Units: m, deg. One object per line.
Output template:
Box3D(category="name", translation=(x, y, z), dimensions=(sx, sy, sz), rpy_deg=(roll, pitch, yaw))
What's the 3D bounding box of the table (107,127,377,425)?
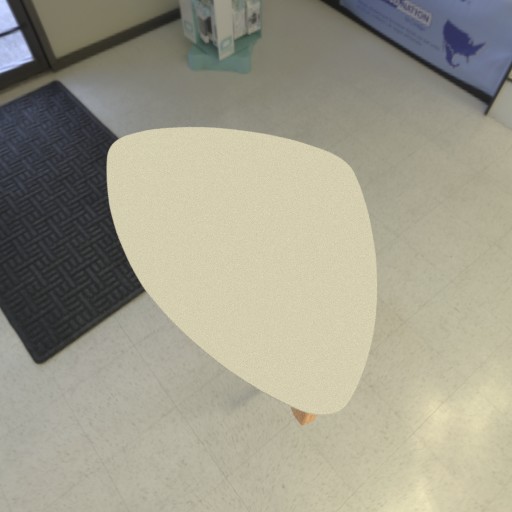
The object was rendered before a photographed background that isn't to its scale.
Box3D(category="table", translation=(0.000, 0.000, 1.670), dimensions=(0.850, 0.440, 1.250), rpy_deg=(-32, 63, -18))
